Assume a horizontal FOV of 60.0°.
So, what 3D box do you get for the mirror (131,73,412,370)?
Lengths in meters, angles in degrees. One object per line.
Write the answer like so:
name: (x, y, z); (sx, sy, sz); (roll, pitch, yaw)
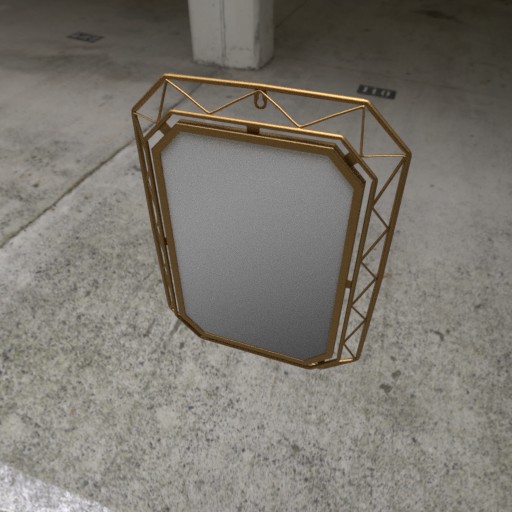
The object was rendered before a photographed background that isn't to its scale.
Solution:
mirror: (0.000, 0.000, 0.747); (0.417, 0.566, 0.042); (13, 43, 14)
